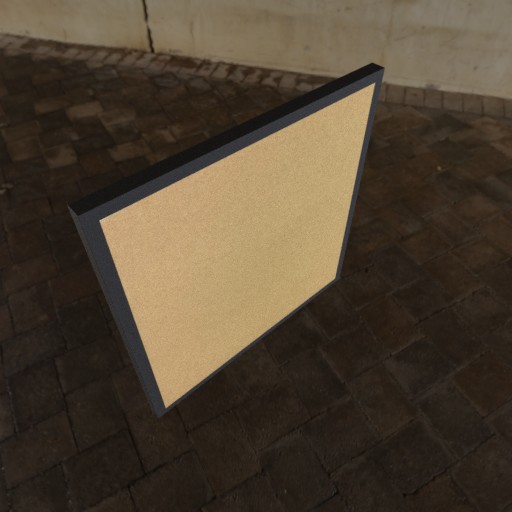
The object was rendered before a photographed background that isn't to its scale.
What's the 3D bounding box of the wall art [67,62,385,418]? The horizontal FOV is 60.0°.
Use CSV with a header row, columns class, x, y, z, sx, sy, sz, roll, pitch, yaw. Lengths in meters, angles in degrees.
class,x,y,z,sx,sy,sz,roll,pitch,yaw
wall art,0.000,0.000,1.138,0.762,0.760,0.037,-33,56,-27
